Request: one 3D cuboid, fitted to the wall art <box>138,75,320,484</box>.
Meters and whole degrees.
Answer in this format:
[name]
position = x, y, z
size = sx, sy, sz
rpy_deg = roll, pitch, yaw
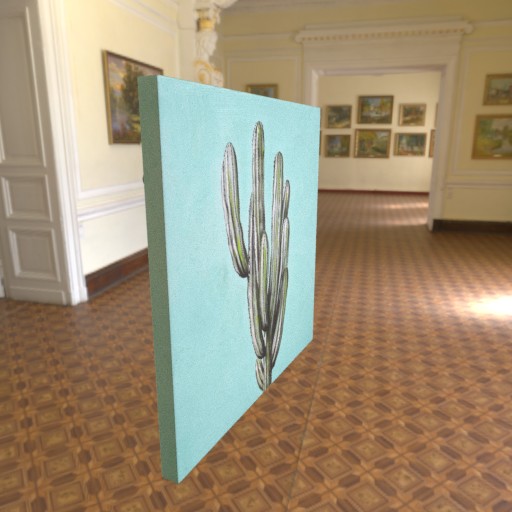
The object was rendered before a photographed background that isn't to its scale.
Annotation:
[wall art]
position = 0.000, 0.000, 1.580
size = 0.070, 1.073, 1.071
rpy_deg = 7, 16, 26
